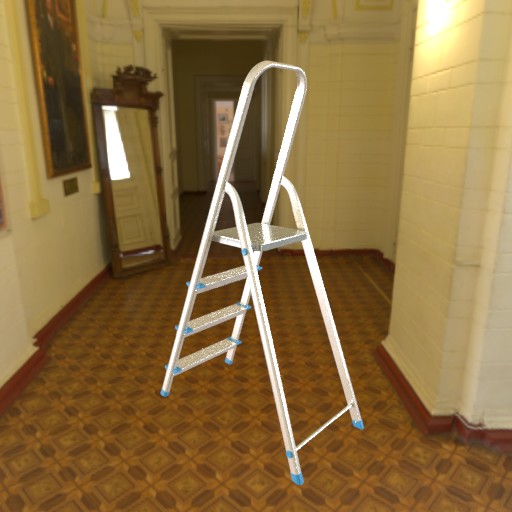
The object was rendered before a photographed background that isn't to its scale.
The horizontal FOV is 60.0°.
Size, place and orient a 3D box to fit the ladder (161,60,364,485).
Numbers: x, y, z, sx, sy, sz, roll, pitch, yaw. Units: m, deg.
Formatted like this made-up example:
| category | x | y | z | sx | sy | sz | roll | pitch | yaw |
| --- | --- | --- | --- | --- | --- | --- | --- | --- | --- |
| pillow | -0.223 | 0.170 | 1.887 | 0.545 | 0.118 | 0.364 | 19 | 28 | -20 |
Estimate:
| category | x | y | z | sx | sy | sz | roll | pitch | yaw |
| --- | --- | --- | --- | --- | --- | --- | --- | --- | --- |
| ladder | 0.000 | 0.000 | 1.805 | 0.842 | 1.434 | 0.445 | 14 | 21 | 41 |
